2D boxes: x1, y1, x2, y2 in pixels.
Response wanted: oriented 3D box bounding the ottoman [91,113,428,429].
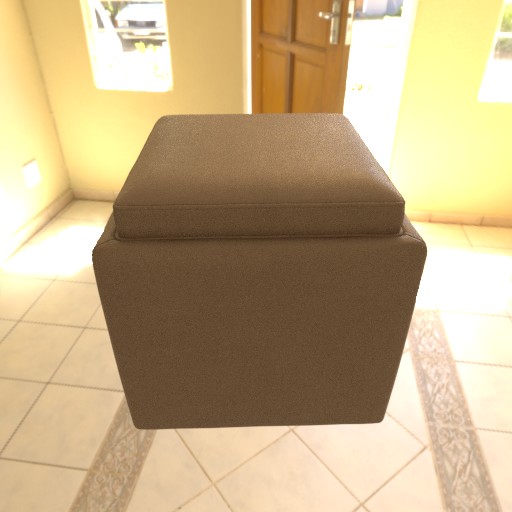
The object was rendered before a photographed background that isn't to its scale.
[{"bbox_3d":[0.000,0.000,0.831,0.450,0.460,0.451,-1,34,-1],"label":"ottoman"}]
